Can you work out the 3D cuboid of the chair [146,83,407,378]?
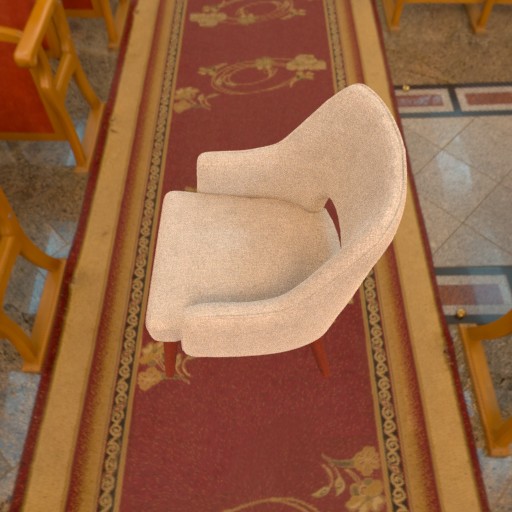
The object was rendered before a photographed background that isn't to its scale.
[{"bbox_3d":[0.000,0.000,1.237,0.605,0.849,0.548,0,59,0],"label":"chair"}]
